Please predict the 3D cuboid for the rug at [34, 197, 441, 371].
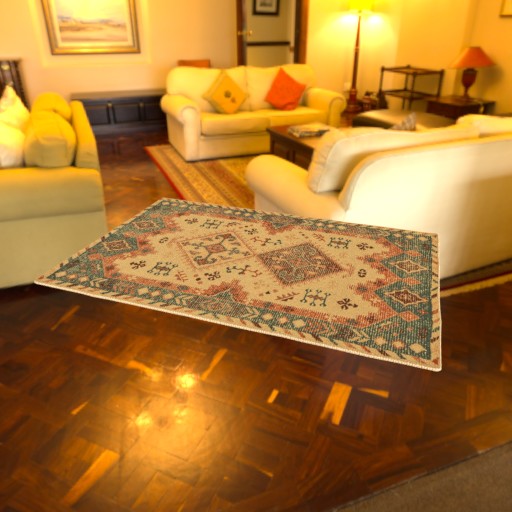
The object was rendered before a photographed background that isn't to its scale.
[{"bbox_3d":[0.000,0.000,2.356,1.840,0.015,1.225,9,29,17],"label":"rug"}]
